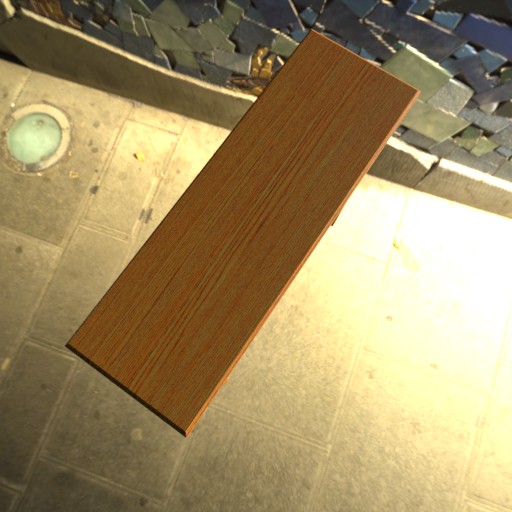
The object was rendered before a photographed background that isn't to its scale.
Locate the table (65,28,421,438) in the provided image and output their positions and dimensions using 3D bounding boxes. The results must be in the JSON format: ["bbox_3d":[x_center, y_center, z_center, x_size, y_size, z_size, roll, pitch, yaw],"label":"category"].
[{"bbox_3d":[0.000,0.000,1.137,0.254,0.711,0.762,34,78,8],"label":"table"}]
